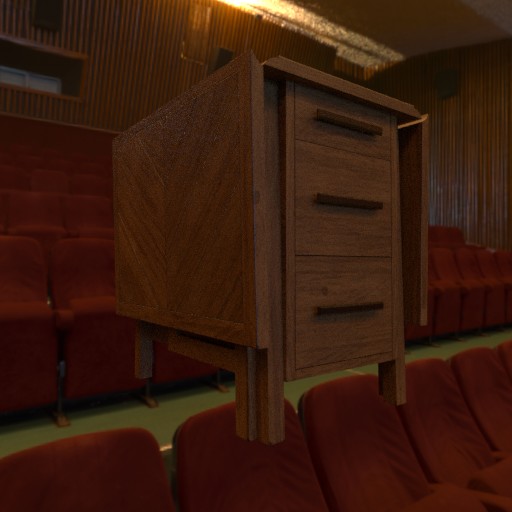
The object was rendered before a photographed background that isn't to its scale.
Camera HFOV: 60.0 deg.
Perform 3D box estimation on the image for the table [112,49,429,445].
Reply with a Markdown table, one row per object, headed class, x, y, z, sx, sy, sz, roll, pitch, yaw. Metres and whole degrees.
| class | x | y | z | sx | sy | sz | roll | pitch | yaw |
| --- | --- | --- | --- | --- | --- | --- | --- | --- | --- |
| table | 0.000 | 0.000 | 1.289 | 0.591 | 0.763 | 0.746 | 1 | -2 | -37 |
